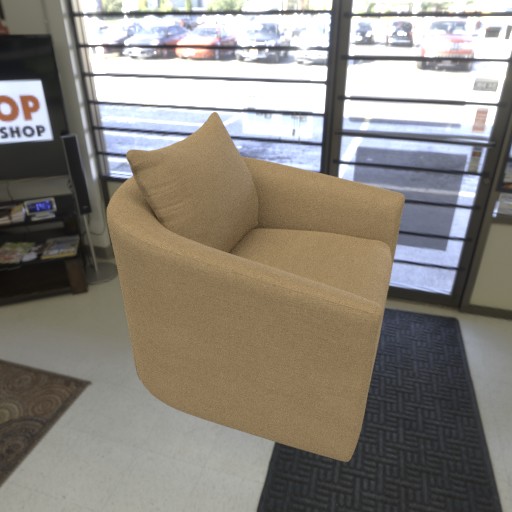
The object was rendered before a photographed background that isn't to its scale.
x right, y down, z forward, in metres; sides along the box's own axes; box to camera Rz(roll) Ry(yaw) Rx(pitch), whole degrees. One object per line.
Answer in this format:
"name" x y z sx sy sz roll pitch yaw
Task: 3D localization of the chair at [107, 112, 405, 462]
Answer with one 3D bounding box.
"chair" 0.000 0.000 1.550 0.910 0.848 0.845 10 30 18
